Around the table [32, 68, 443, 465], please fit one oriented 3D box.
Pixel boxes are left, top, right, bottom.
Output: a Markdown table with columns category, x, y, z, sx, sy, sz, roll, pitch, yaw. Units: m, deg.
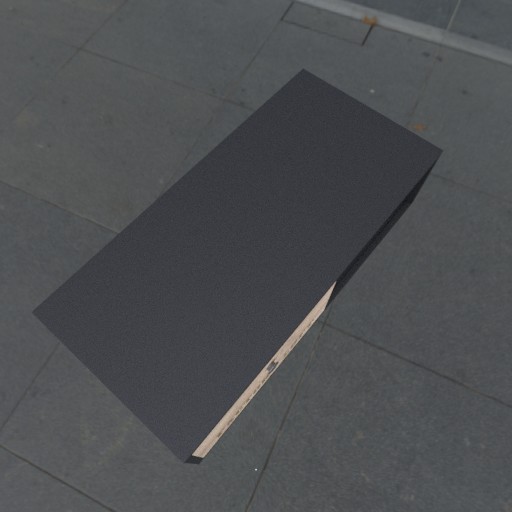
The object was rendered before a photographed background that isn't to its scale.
| category | x | y | z | sx | sy | sz | roll | pitch | yaw |
| --- | --- | --- | --- | --- | --- | --- | --- | --- | --- |
| table | 0.000 | 0.000 | 1.384 | 0.550 | 0.400 | 1.100 | 37 | 70 | 16 |
